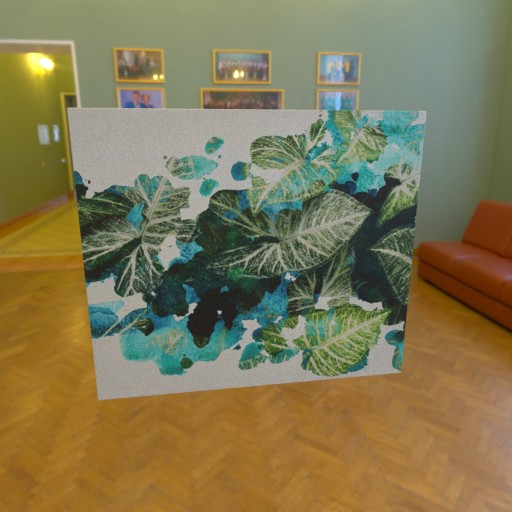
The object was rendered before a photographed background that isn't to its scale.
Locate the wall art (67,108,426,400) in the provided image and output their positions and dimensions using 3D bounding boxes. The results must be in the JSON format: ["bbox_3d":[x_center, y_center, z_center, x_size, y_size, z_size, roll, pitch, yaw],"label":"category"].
[{"bbox_3d":[0.000,0.000,0.695,0.507,0.435,0.041,-3,15,-9],"label":"wall art"}]
